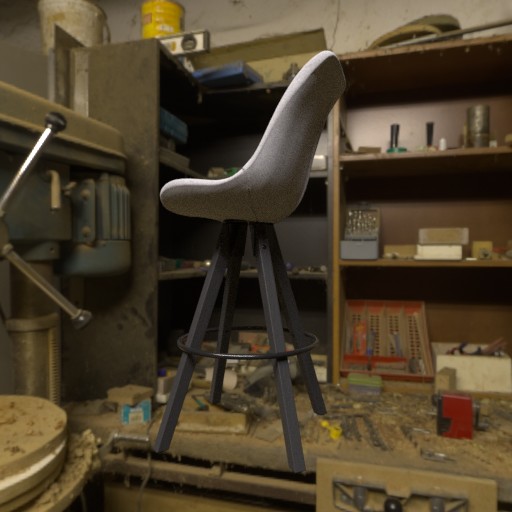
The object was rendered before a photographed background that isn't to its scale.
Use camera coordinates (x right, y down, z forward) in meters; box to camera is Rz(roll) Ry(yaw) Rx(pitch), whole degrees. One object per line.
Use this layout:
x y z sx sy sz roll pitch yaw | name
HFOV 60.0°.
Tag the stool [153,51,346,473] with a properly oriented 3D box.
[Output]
0.000 0.000 1.400 0.550 1.115 0.485 0 1 17 | stool
